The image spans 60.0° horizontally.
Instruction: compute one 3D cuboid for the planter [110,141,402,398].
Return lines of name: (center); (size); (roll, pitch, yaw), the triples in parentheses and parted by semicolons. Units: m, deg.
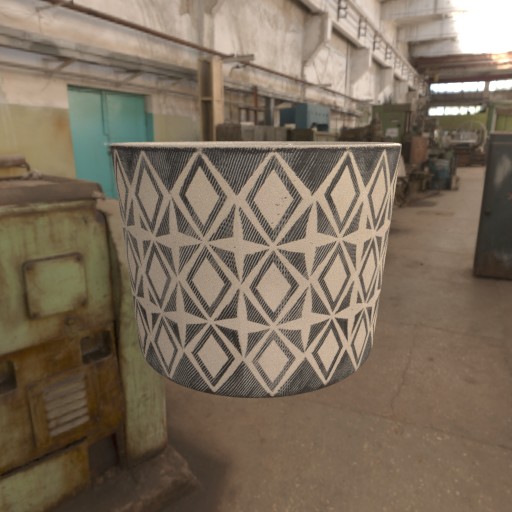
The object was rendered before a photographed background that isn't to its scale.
planter: (0.000, 0.000, 0.443); (0.260, 0.220, 0.260); (0, 15, 0)
